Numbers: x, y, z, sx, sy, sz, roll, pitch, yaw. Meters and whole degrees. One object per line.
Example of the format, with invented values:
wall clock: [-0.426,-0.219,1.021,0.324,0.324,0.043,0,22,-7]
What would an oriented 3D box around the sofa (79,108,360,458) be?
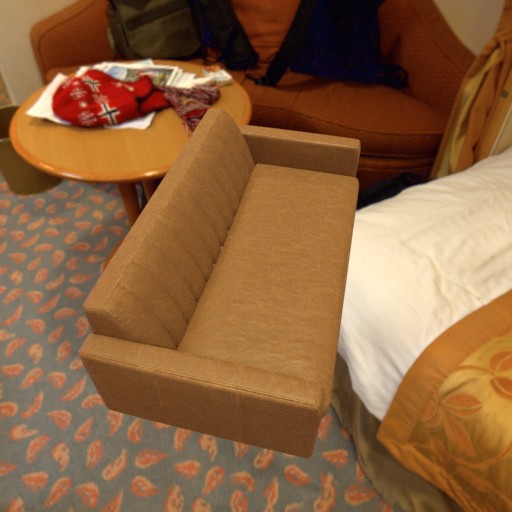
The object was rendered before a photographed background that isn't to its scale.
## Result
sofa: [0.000,0.000,2.413,0.993,0.821,1.847,10,47,9]
